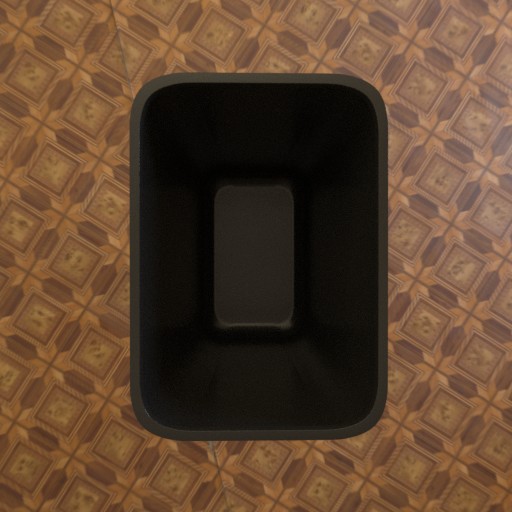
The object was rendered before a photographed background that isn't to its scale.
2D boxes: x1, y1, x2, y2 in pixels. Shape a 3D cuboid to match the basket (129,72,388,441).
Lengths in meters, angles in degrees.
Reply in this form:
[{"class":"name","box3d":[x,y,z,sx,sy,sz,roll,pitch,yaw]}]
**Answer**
[{"class":"basket","box3d":[0.000,0.000,0.512,0.211,0.307,0.300,0,90,-1]}]
